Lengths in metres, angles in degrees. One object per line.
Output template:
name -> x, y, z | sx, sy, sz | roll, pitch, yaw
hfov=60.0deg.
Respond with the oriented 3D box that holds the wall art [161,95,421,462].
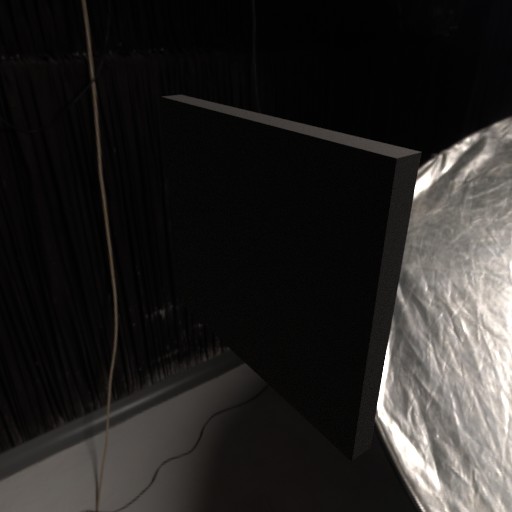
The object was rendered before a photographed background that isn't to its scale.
wall art -> 0.000, 0.000, 0.542 | 0.031, 0.330, 0.381 | -19, 33, -32
